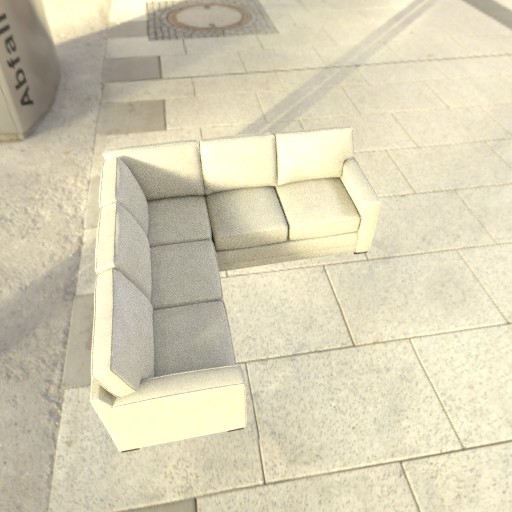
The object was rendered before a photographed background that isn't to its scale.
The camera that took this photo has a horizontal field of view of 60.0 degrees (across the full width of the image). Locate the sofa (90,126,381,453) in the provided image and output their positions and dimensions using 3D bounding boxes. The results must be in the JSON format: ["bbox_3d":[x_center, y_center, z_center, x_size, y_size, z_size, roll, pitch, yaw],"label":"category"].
[{"bbox_3d":[0.000,0.000,3.346,2.211,0.936,2.188,-9,46,-8],"label":"sofa"}]
